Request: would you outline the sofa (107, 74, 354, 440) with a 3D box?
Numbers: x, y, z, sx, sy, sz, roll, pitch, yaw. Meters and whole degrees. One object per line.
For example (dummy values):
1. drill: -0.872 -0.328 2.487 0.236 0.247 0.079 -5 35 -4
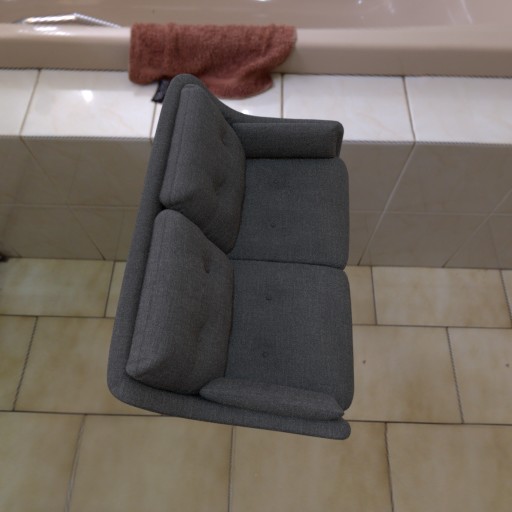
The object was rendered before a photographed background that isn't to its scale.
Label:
1. sofa: 0.000 0.000 2.194 0.976 0.887 1.646 4 64 2
